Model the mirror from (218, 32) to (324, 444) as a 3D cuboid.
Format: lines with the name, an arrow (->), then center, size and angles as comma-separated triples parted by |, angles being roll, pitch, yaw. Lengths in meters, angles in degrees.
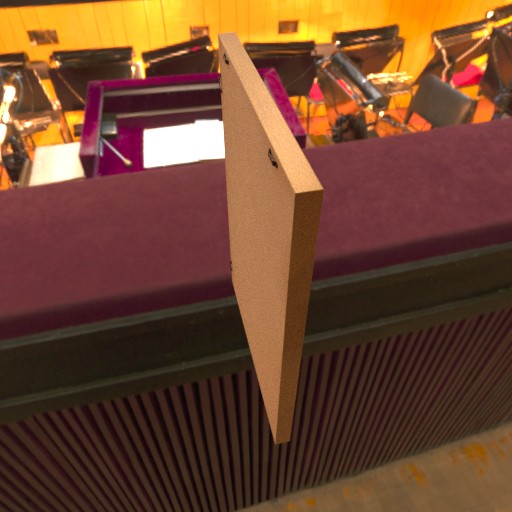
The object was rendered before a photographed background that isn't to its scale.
mirror -> 0.000, 0.000, 0.924 | 0.039, 0.710, 0.507 | -10, 46, -9
